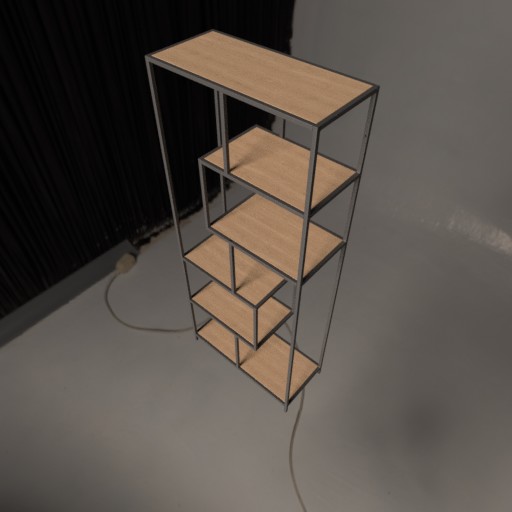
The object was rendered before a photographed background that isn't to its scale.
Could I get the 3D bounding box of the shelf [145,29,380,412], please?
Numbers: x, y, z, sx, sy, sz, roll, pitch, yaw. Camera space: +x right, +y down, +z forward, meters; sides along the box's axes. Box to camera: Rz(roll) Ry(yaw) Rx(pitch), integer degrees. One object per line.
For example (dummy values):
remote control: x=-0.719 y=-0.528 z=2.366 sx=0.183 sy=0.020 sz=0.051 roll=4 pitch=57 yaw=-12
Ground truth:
shelf: x=0.000 y=0.000 z=2.193 sx=0.770 sy=1.850 sz=0.350 roll=32 pitch=54 yaw=27
